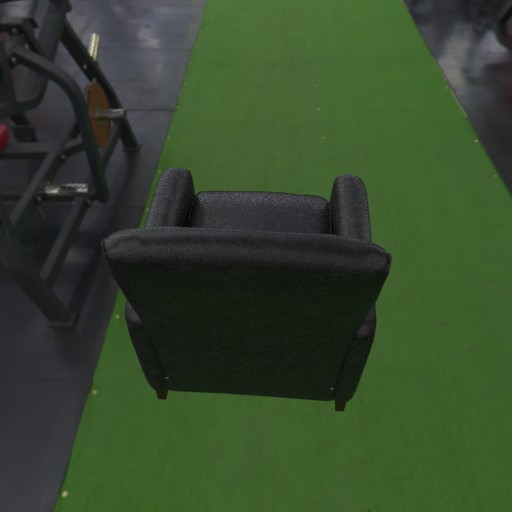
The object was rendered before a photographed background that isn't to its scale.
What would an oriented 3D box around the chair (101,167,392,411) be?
[{"bbox_3d":[0.000,0.000,1.636,0.848,1.014,0.864,3,47,3],"label":"chair"}]
